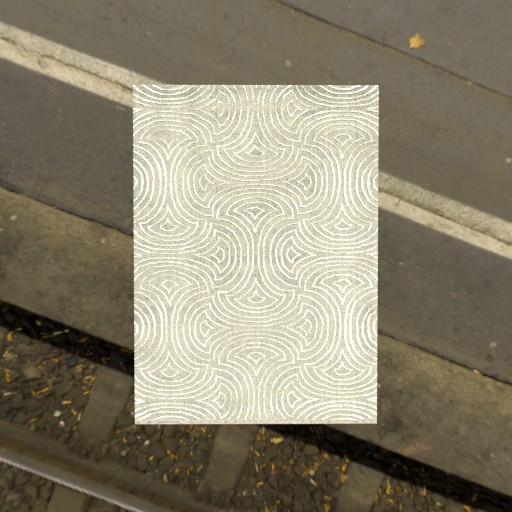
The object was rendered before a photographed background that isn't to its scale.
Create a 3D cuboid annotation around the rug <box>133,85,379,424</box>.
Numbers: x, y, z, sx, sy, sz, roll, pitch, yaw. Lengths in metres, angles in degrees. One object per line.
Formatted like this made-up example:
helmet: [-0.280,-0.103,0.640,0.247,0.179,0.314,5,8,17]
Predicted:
rug: [0.000,0.000,2.805,1.543,0.015,2.144,0,91,0]
